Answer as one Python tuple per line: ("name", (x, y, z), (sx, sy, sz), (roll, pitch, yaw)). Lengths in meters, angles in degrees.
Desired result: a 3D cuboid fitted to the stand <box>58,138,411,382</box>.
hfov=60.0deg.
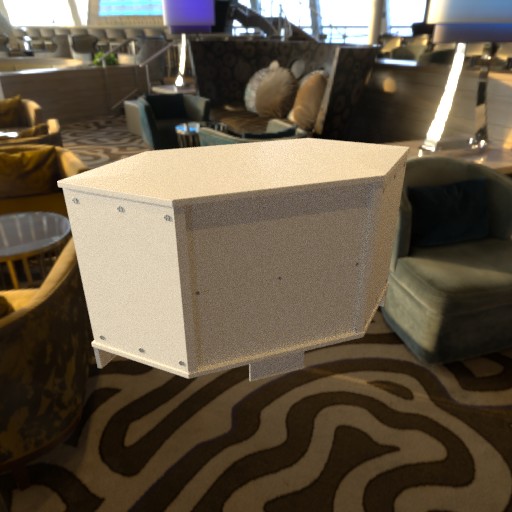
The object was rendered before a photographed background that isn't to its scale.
("stand", (0.000, 0.000, 1.426), (1.072, 0.614, 0.477), (-9, 29, -17))
